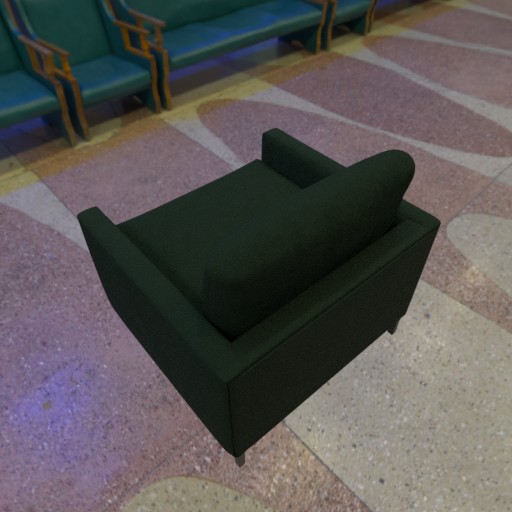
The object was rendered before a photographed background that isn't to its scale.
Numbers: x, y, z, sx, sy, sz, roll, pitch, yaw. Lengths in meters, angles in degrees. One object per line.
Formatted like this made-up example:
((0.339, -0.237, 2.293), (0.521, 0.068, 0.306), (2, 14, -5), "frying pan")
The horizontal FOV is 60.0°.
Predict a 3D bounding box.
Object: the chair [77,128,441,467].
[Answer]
((0.000, 0.000, 1.647), (0.963, 0.861, 0.866), (-31, 52, -27), "chair")
